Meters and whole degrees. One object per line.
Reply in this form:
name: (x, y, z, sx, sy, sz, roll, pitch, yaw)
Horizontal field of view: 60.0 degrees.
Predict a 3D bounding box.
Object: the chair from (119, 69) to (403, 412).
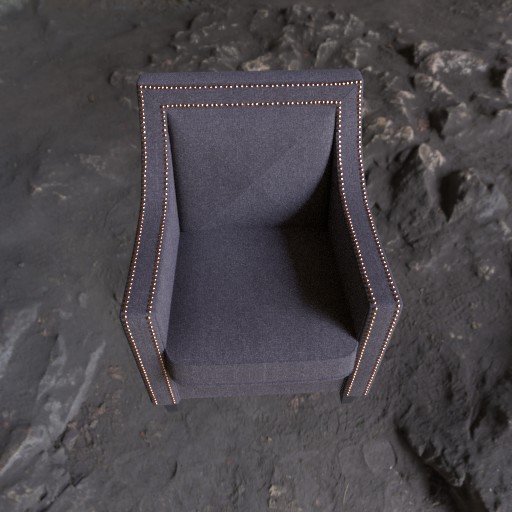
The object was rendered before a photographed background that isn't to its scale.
chair: (0.000, 0.000, 1.574, 0.776, 0.967, 0.884, -2, 46, -2)
